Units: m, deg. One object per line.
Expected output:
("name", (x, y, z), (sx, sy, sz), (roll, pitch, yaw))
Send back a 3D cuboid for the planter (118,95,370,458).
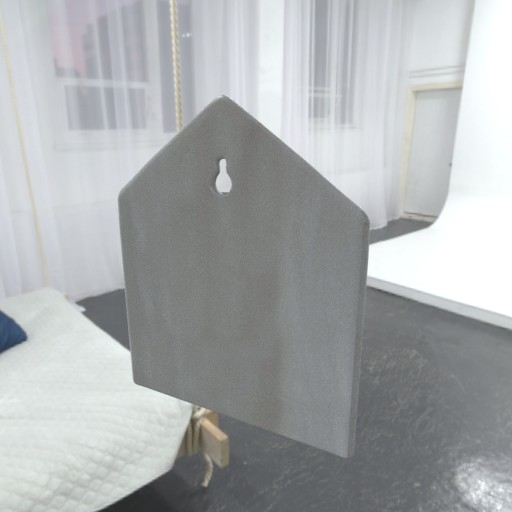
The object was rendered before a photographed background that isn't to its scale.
("planter", (0.000, 0.000, 0.288), (0.163, 0.194, 0.080), (9, 19, 27))
